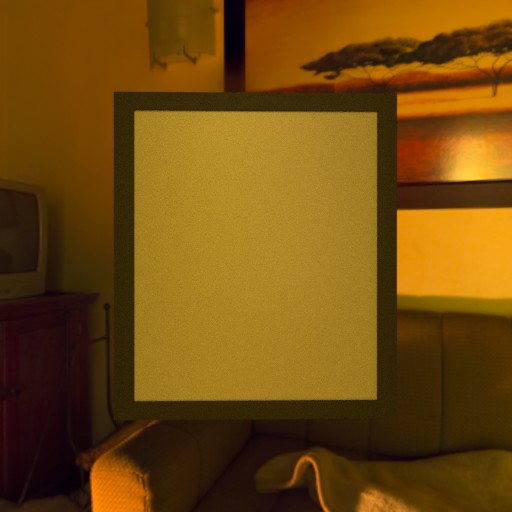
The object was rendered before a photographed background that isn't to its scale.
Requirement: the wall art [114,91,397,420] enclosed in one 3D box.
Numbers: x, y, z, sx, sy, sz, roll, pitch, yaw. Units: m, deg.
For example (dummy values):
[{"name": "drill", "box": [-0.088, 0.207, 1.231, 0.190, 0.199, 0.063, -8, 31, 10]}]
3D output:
[{"name": "wall art", "box": [0.000, 0.000, 0.531, 0.330, 0.381, 0.029, 0, 0, -1]}]
